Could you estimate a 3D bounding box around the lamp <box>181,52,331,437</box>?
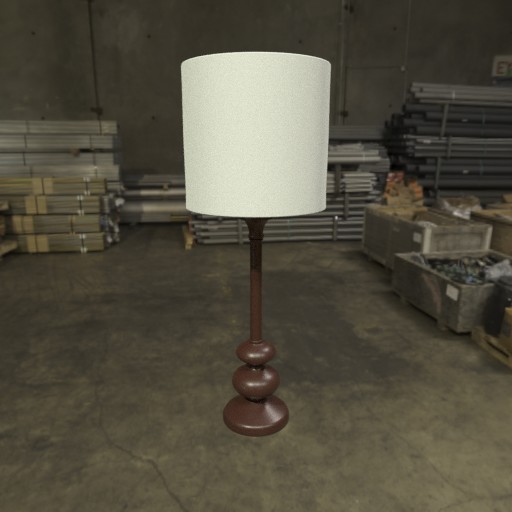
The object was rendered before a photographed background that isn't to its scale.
[{"bbox_3d":[0.000,0.000,0.839,0.254,0.690,0.254,-2,14,-8],"label":"lamp"}]
